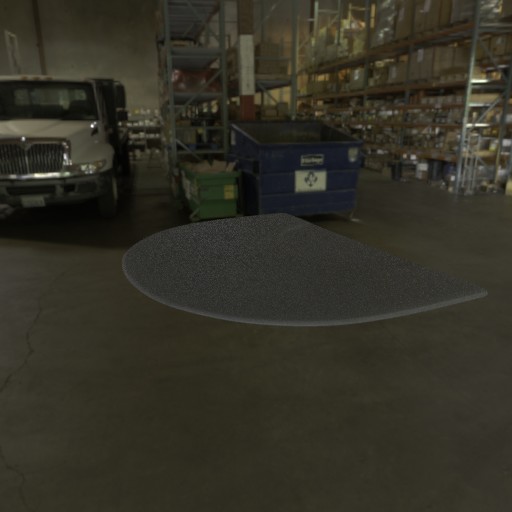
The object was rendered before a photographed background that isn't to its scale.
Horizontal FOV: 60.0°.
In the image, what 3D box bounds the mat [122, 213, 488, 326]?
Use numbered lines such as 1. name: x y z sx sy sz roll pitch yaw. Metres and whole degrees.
1. mat: 0.000 0.000 1.593 0.917 0.016 1.220 -8 19 -25
